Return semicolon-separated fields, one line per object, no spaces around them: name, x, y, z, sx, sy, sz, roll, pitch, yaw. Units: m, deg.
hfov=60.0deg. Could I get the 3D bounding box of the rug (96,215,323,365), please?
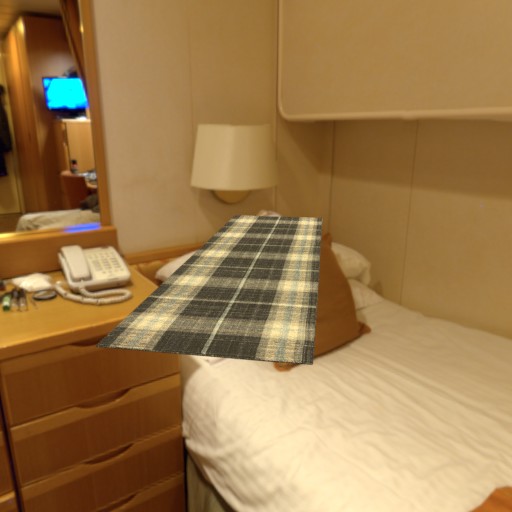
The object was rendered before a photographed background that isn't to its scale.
rug;0.000;0.000;2.643;0.760;0.012;2.434;3;16;9
